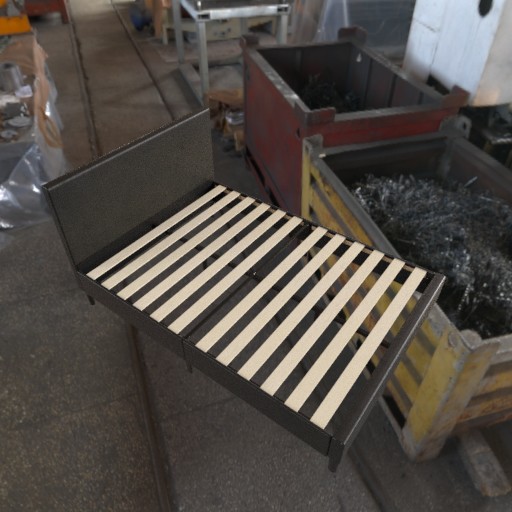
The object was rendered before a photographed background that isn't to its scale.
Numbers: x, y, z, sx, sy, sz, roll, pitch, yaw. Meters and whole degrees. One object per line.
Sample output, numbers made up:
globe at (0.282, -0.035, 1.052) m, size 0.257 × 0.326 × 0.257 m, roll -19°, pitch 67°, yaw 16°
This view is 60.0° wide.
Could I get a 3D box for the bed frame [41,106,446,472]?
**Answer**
bed frame at (0.000, 0.000, 2.972) m, size 2.152 × 1.046 × 1.469 m, roll 26°, pitch 48°, yaw 27°
